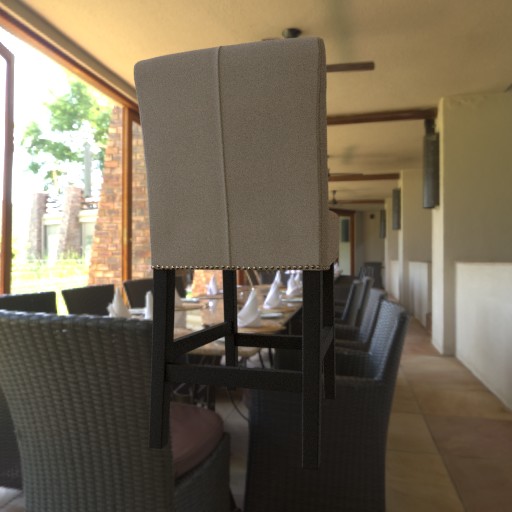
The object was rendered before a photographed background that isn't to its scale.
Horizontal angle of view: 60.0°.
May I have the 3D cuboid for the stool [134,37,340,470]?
[{"bbox_3d":[0.000,0.000,1.179,0.427,0.885,0.571,0,0,16],"label":"stool"}]
